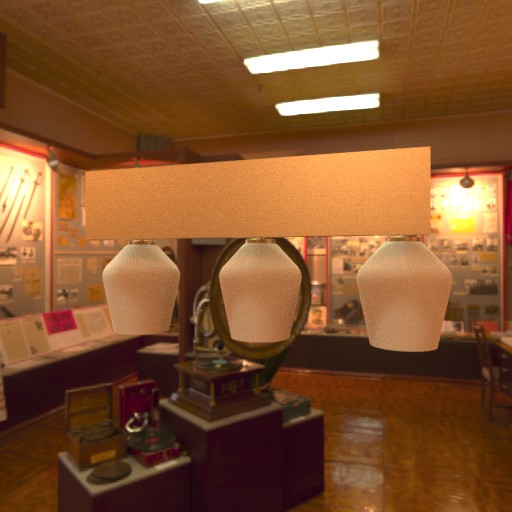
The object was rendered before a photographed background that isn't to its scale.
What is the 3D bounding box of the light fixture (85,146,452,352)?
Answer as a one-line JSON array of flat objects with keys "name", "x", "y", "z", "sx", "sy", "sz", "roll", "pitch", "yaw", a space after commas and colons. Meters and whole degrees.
[{"name": "light fixture", "x": 0.000, "y": 0.000, "z": 0.743, "sx": 0.609, "sy": 0.280, "sz": 0.190, "roll": 0, "pitch": -1, "yaw": 18}]
